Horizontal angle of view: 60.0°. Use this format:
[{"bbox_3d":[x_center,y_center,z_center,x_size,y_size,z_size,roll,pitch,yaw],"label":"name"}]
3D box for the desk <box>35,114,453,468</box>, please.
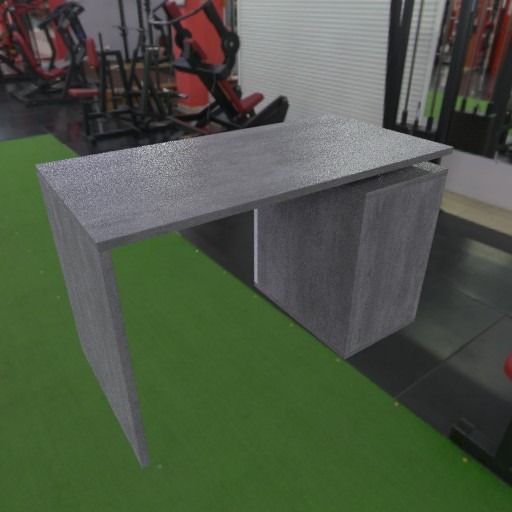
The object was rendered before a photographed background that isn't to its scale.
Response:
[{"bbox_3d":[0.000,0.000,1.596,1.200,0.740,0.600,-19,35,-29],"label":"desk"}]
